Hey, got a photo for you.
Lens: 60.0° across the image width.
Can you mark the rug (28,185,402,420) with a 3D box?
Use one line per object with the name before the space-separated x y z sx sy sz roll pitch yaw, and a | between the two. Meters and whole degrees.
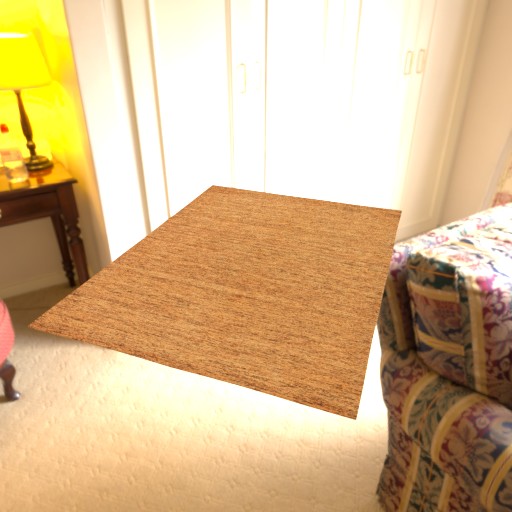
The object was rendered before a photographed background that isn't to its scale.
rug | 0.000 0.000 4.238 2.438 0.012 3.200 10 31 18
